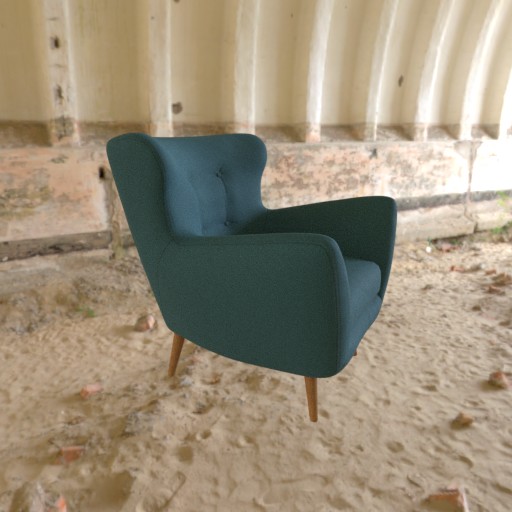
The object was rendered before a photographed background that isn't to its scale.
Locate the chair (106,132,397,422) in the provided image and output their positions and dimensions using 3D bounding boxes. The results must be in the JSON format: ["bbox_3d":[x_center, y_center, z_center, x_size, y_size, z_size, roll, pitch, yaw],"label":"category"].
[{"bbox_3d":[0.000,0.000,1.661,0.889,0.889,0.890,8,17,26],"label":"chair"}]
